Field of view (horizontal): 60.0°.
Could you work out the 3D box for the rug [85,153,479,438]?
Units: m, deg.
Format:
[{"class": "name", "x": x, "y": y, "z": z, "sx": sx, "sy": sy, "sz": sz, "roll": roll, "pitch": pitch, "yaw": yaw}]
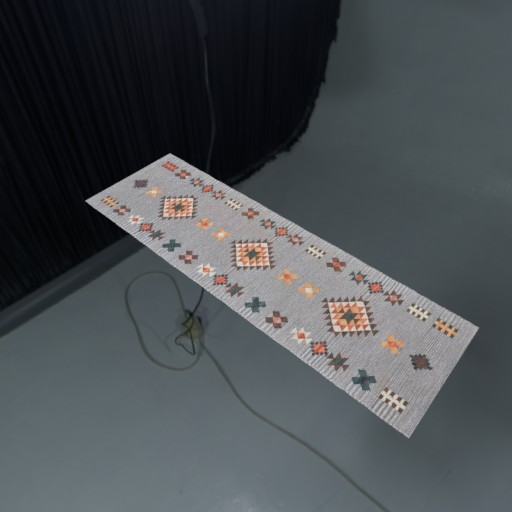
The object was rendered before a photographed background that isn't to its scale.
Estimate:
[{"class": "rug", "x": 0.000, "y": 0.000, "z": 2.669, "sx": 2.432, "sy": 0.008, "sz": 0.766, "roll": 33, "pitch": 55, "yaw": 27}]
